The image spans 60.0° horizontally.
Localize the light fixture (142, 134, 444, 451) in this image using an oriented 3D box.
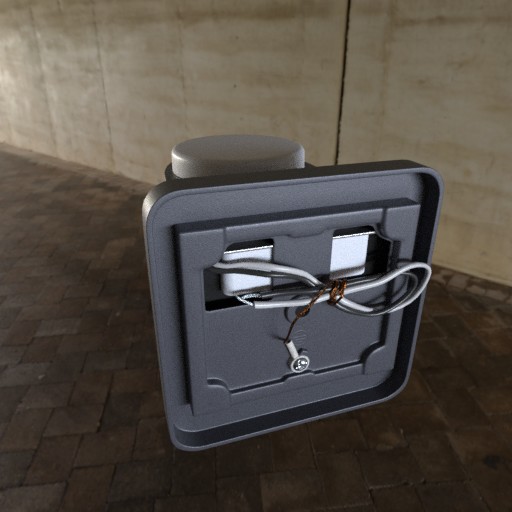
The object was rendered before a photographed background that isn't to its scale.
[{"bbox_3d":[0.000,0.000,0.217,0.109,0.109,0.132,-8,27,-17],"label":"light fixture"}]
